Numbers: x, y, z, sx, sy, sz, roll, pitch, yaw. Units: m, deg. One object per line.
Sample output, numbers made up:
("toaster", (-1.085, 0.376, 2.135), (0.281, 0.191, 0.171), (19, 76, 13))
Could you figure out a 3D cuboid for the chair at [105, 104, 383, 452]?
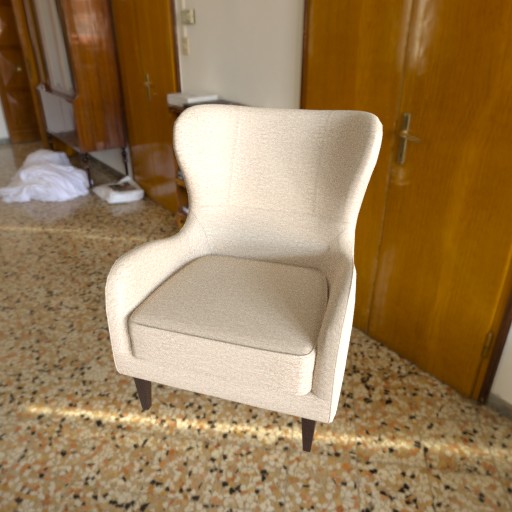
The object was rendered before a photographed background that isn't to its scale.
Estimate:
("chair", (0.000, 0.000, 1.810), (0.861, 1.064, 0.984), (8, 28, 16))
